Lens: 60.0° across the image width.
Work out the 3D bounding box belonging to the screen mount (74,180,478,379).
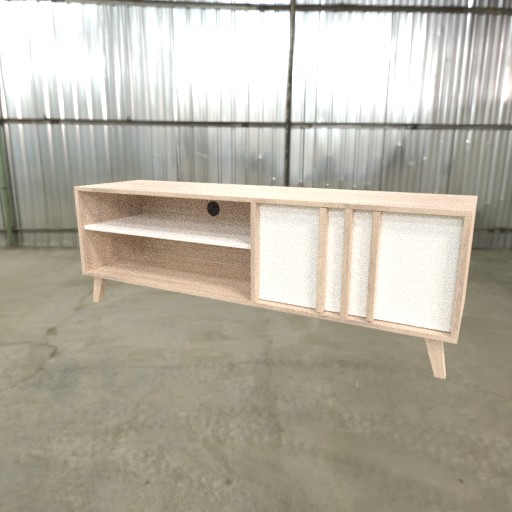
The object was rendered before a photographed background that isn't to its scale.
[{"bbox_3d":[0.000,0.000,1.742,1.500,0.510,0.400,7,16,27],"label":"screen mount"}]
